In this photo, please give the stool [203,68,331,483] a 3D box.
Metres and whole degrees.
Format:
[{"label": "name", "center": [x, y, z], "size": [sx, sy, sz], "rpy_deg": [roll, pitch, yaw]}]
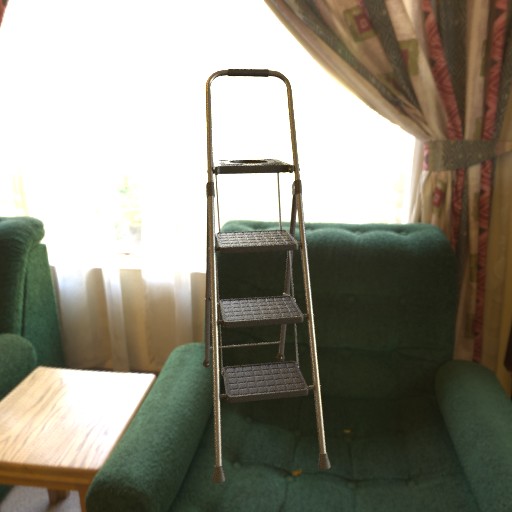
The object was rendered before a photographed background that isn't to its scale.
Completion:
[{"label": "stool", "center": [0.000, 0.000, 1.595], "size": [0.396, 1.277, 0.733], "rpy_deg": [-3, 18, -9]}]
